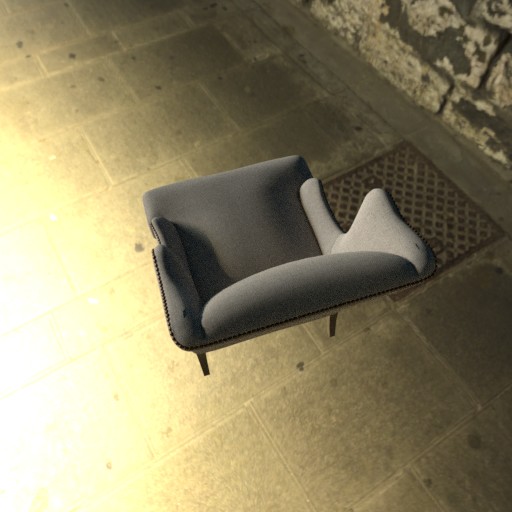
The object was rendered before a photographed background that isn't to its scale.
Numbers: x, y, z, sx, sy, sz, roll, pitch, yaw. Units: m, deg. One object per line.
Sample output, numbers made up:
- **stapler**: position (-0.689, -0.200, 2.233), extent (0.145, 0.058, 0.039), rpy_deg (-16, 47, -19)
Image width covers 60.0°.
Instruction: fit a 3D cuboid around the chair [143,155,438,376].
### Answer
- **chair**: position (0.000, 0.000, 1.680), extent (0.737, 1.029, 0.940), rpy_deg (-15, 60, -9)
